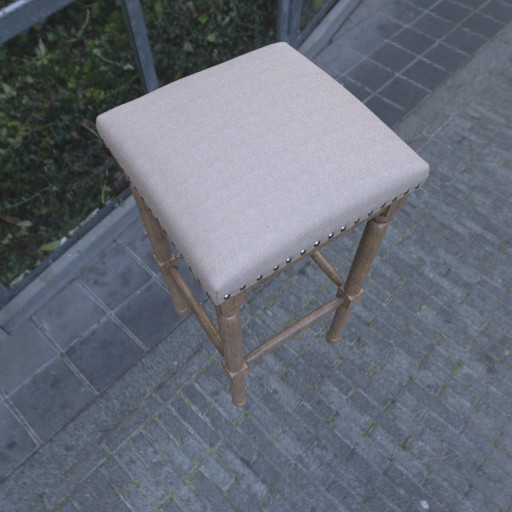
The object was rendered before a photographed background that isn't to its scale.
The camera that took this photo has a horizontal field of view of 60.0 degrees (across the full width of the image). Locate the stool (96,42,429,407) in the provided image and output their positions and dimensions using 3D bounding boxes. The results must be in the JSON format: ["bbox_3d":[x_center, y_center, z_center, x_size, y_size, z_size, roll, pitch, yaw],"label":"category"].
[{"bbox_3d":[0.000,0.000,0.969,0.382,0.768,0.383,-29,63,-17],"label":"stool"}]
